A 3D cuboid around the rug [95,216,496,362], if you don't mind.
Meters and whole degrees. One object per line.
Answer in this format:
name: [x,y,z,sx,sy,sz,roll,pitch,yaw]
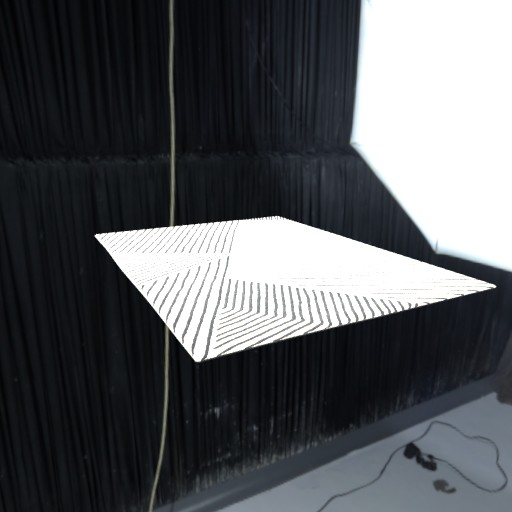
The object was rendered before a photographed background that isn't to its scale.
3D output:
rug: [0.000,0.000,3.163,1.829,0.028,2.449,-8,18,-27]
